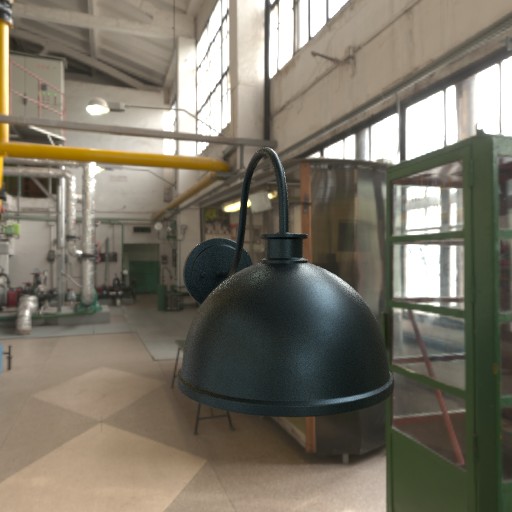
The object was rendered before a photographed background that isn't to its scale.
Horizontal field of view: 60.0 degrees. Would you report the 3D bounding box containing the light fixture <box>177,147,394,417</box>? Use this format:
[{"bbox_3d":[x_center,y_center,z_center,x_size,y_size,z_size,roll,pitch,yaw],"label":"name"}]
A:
[{"bbox_3d":[0.000,0.000,0.633,0.253,0.295,0.467,0,0,-18],"label":"light fixture"}]
